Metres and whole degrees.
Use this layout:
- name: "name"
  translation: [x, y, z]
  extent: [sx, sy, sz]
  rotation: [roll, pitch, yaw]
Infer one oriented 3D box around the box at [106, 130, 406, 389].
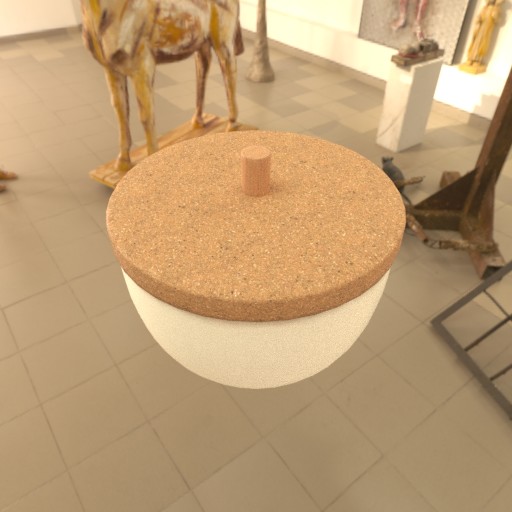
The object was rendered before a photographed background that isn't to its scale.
- name: "box"
  translation: [0.000, 0.000, 0.182]
  extent: [0.107, 0.094, 0.107]
  rotation: [0, 41, 0]
